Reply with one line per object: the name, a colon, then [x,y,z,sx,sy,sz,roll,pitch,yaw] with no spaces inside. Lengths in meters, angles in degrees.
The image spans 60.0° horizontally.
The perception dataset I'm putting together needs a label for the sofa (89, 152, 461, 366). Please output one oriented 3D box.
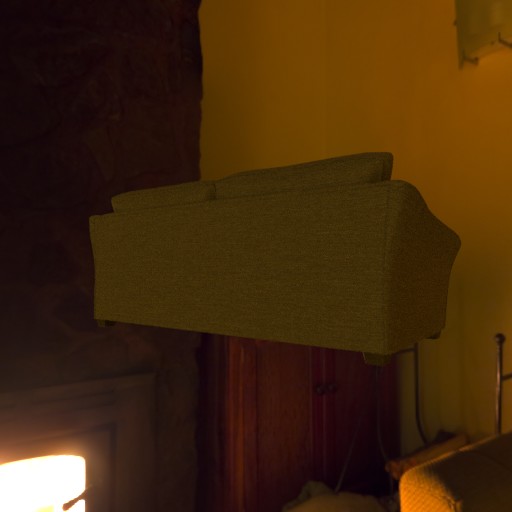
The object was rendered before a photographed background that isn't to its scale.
sofa: [0.000,0.000,2.803,2.270,0.950,0.971,-1,-2,37]
